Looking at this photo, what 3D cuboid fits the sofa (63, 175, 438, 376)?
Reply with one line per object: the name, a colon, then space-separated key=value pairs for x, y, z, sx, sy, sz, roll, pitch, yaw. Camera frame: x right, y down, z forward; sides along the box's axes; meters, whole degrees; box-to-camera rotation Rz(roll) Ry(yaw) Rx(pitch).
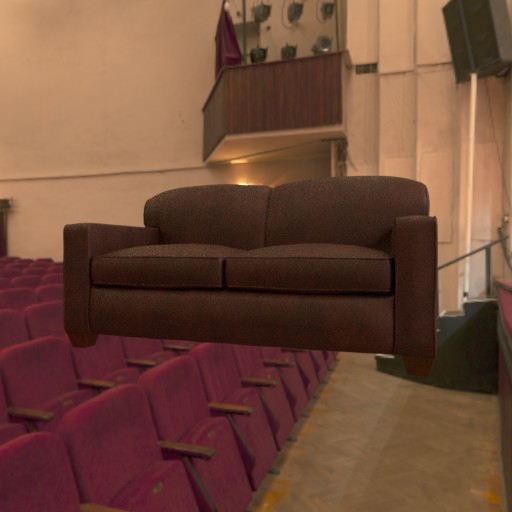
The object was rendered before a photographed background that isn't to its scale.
sofa: x=0.000 y=0.000 z=2.480 sx=1.856 sy=0.966 sz=1.000 roll=0 pitch=1 yaw=18
